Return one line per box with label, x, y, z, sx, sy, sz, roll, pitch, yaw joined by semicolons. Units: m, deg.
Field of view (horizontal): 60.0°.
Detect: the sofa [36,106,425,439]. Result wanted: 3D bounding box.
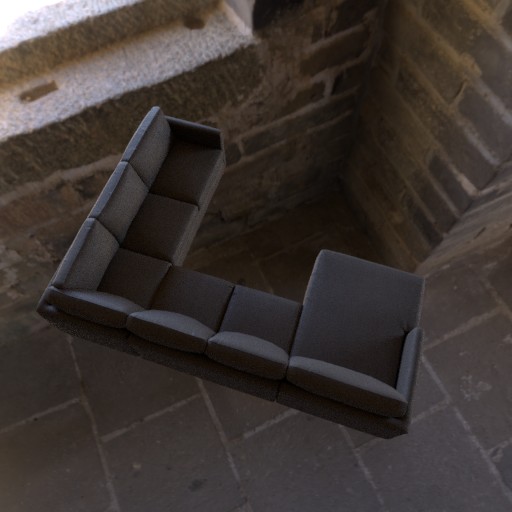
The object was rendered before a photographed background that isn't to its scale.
sofa;0.000;0.000;4.573;3.460;0.961;2.594;16;65;8
